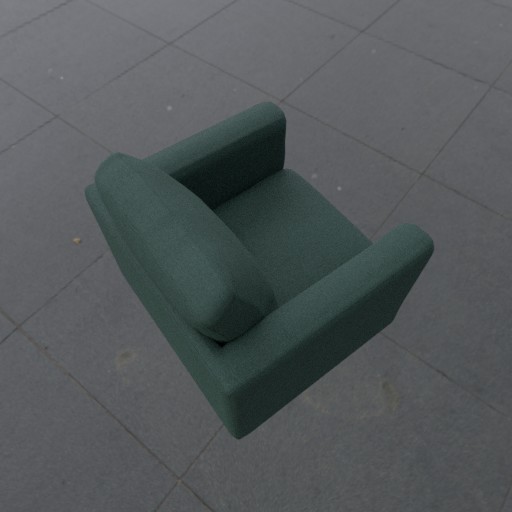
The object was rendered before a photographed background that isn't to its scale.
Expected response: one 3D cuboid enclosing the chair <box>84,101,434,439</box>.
[{"bbox_3d":[0.000,0.000,1.583,0.800,0.927,0.855,-32,63,-19],"label":"chair"}]
